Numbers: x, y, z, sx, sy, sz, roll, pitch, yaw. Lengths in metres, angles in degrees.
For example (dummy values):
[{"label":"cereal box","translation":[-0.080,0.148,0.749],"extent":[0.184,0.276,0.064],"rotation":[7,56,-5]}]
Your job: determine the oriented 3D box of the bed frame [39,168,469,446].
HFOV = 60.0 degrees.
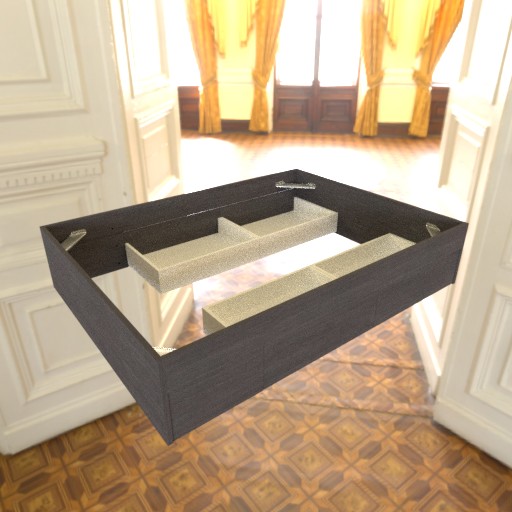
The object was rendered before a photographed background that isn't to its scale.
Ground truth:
[{"label":"bed frame","translation":[0.000,0.000,2.589],"extent":[1.944,0.459,1.448],"rotation":[-19,33,-33]}]
